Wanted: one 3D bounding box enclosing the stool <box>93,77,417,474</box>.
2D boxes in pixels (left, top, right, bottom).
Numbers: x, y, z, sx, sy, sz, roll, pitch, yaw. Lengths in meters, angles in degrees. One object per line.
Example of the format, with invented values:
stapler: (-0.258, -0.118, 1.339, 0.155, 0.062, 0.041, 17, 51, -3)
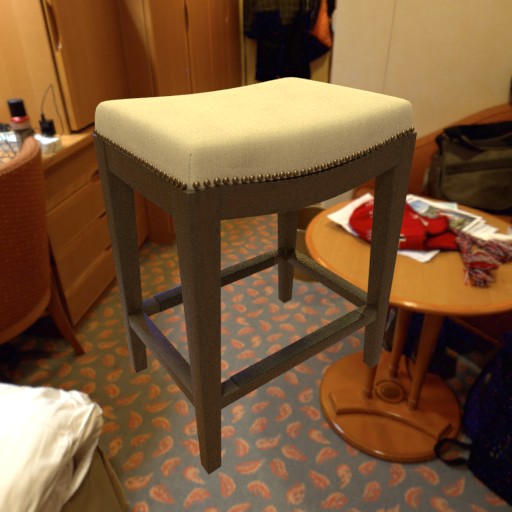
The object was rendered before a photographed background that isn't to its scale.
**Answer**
stool: (0.000, 0.000, 0.943, 0.500, 0.642, 0.361, -21, 37, -31)
